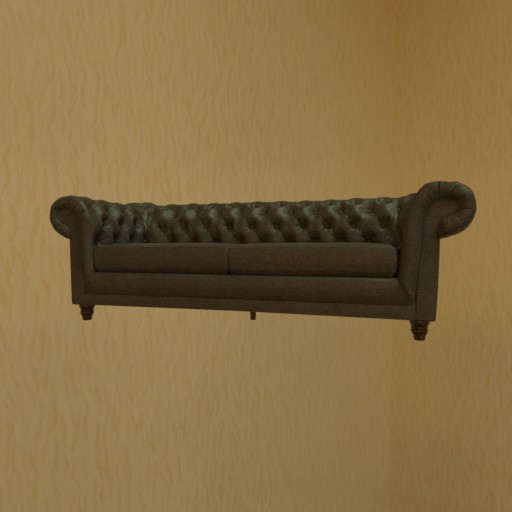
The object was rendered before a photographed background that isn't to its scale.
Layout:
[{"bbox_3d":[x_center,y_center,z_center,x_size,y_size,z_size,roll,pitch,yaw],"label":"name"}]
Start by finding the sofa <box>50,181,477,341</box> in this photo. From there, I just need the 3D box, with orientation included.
[{"bbox_3d":[0.000,0.000,2.787,2.385,0.783,0.944,0,1,18],"label":"sofa"}]
